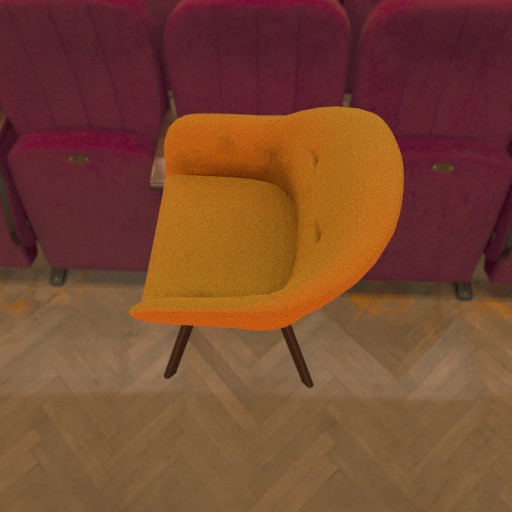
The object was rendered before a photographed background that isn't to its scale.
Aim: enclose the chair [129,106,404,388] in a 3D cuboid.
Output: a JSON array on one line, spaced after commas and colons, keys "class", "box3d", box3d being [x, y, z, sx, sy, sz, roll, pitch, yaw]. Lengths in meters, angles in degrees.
[{"class": "chair", "box3d": [0.000, 0.000, 1.171, 0.565, 0.775, 0.545, 2, 59, 1]}]
